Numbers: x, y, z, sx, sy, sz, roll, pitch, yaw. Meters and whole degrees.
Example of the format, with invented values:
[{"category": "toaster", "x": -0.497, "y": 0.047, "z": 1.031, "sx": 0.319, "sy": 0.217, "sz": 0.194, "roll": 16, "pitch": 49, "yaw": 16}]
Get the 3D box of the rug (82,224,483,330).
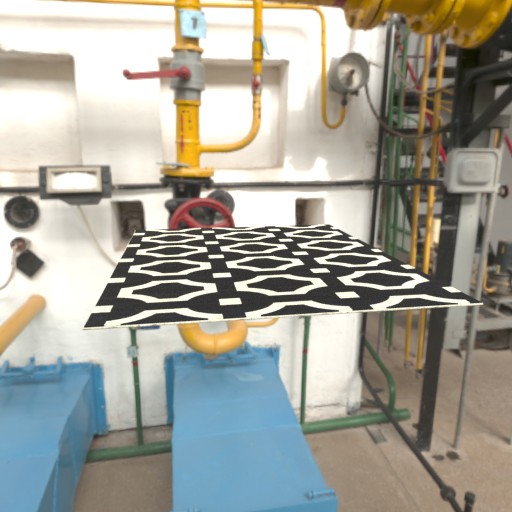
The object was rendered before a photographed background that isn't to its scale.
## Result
[{"category": "rug", "x": 0.000, "y": 0.000, "z": 4.115, "sx": 2.466, "sy": 0.021, "sz": 3.049, "roll": -2, "pitch": 14, "yaw": -9}]
